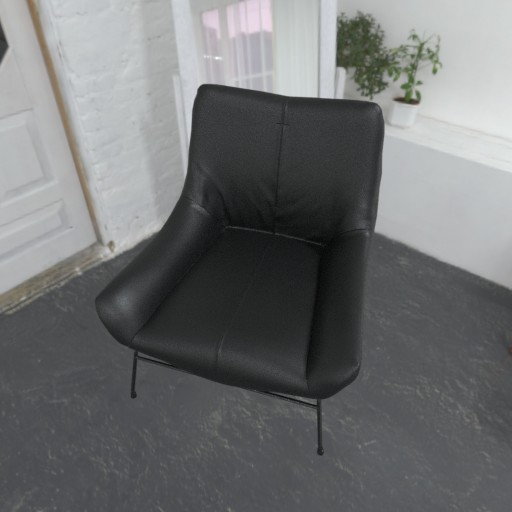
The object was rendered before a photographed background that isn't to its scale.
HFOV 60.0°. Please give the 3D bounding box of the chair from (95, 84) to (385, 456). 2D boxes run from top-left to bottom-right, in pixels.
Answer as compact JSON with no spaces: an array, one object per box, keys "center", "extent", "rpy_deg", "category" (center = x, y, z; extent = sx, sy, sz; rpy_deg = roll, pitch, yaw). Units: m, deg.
[{"center":[0.000,0.000,1.583],"extent":[0.836,0.922,0.826],"rpy_deg":[12,42,13],"category":"chair"}]
